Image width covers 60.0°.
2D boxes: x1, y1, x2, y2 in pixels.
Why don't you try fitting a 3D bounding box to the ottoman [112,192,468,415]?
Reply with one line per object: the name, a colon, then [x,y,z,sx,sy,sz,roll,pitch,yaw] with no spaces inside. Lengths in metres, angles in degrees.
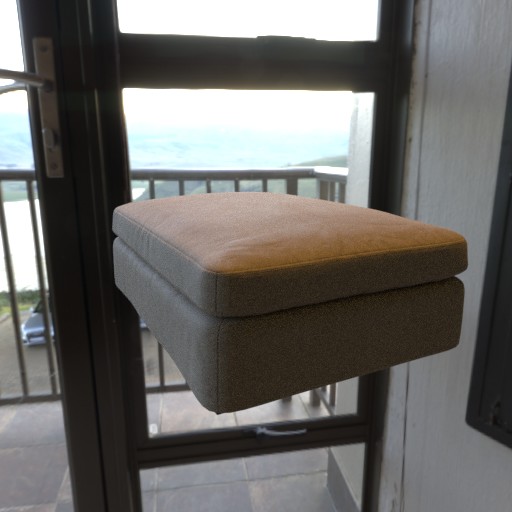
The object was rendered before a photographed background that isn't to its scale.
ottoman: [0.000,0.000,1.626,0.840,0.429,1.199,-7,15,-27]
